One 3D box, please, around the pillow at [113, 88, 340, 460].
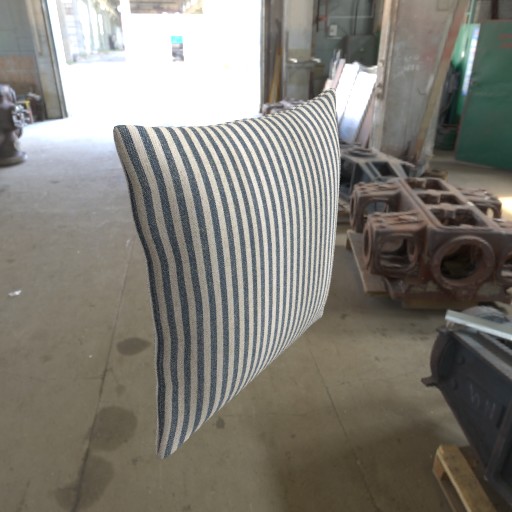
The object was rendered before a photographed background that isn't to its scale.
[{"bbox_3d":[0.000,0.000,0.771,0.166,0.510,0.523,18,31,32],"label":"pillow"}]
